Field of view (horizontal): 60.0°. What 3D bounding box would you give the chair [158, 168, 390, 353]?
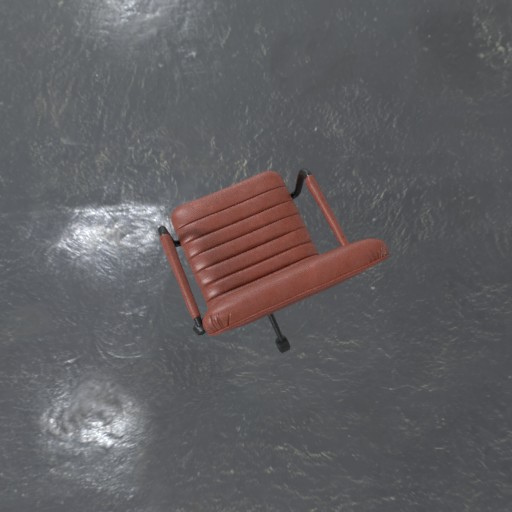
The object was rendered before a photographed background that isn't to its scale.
[{"bbox_3d":[0.000,0.000,1.388,0.608,0.979,0.580,-23,76,-6],"label":"chair"}]
